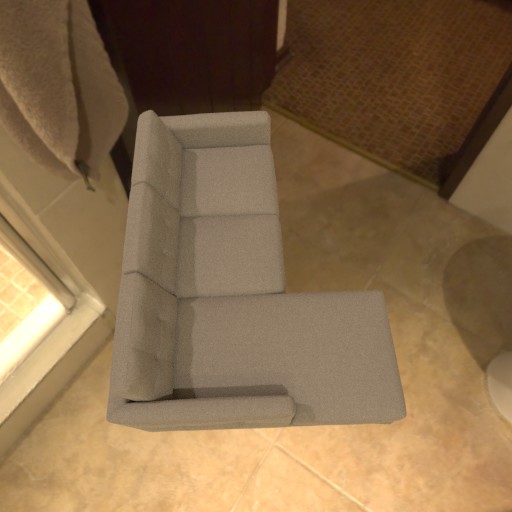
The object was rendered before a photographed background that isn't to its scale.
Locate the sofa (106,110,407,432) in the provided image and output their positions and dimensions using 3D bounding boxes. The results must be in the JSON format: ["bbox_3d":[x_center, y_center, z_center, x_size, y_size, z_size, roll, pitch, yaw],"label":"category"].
[{"bbox_3d":[0.000,0.000,2.803,1.530,0.860,2.040,-2,62,-1],"label":"sofa"}]
